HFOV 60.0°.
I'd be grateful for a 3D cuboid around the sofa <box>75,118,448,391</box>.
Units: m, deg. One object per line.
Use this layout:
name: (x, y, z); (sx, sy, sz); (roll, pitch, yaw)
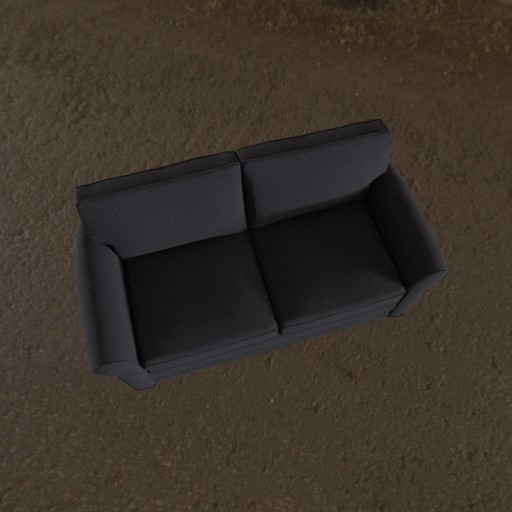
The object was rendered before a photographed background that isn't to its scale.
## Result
sofa: (0.000, 0.000, 2.609); (2.009, 1.031, 0.951); (-15, 64, -7)
